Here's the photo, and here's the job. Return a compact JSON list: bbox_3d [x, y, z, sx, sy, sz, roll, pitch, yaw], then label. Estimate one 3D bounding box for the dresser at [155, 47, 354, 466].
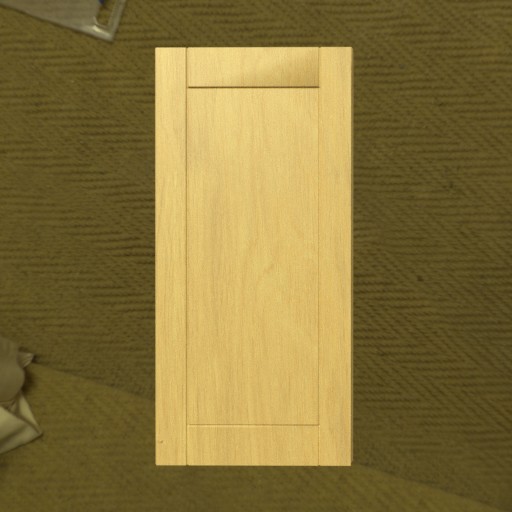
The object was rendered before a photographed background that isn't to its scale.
[{"bbox_3d":[0.000,0.000,1.386,0.440,0.835,0.915,0,90,0],"label":"dresser"}]
